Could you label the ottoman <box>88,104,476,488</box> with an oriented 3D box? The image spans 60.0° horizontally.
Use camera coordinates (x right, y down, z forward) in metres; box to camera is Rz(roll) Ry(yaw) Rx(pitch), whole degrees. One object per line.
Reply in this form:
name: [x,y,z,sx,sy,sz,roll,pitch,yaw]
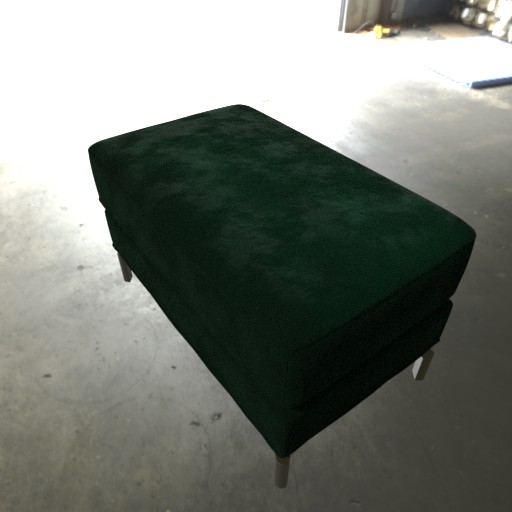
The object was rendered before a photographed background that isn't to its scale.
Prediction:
ottoman: [0.000,0.000,1.198,0.536,0.533,0.886,-25,46,-27]
